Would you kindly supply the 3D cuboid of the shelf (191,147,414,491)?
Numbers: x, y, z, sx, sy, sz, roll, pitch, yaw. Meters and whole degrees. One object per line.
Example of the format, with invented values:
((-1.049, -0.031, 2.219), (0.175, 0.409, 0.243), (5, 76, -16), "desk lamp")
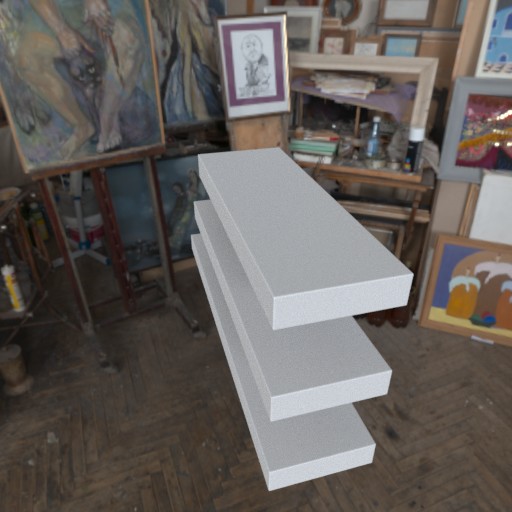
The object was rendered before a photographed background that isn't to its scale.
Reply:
((0.000, 0.000, 0.731), (0.140, 0.293, 0.610), (-8, 32, -13), "shelf")
